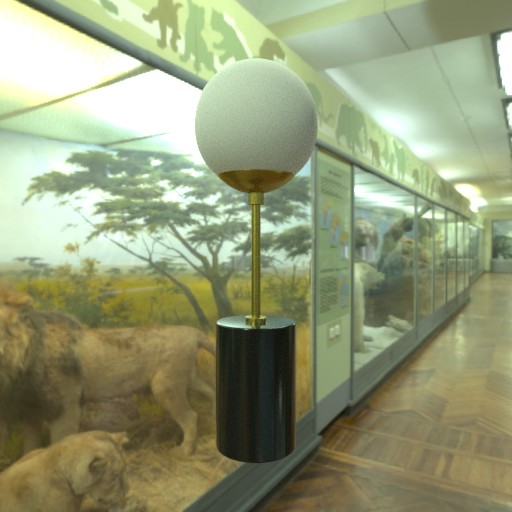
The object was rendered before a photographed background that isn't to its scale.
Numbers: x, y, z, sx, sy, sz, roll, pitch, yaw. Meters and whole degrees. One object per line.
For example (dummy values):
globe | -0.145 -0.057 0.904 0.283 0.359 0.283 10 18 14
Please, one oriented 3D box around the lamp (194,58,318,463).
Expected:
lamp | 0.000 0.000 0.559 0.153 0.480 0.153 0 2 0
